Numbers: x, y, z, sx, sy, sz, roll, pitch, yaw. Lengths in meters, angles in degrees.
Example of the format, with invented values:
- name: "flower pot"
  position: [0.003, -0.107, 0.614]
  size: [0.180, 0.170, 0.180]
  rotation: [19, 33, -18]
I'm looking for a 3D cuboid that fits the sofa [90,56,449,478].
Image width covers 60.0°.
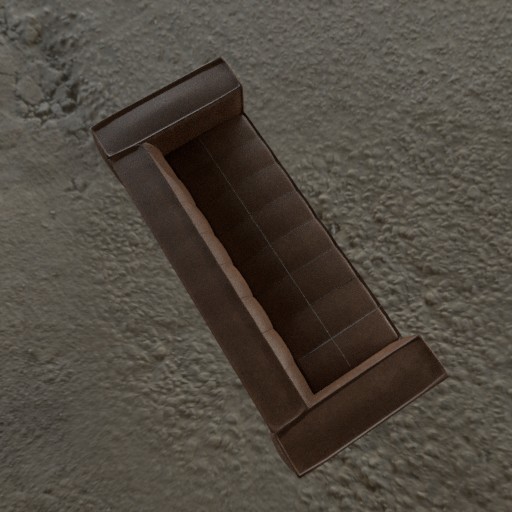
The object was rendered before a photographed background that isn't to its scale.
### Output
- name: "sofa"
  position: [0.000, 0.000, 3.067]
  size: [1.102, 0.701, 2.581]
  rotation: [-31, 78, -8]
